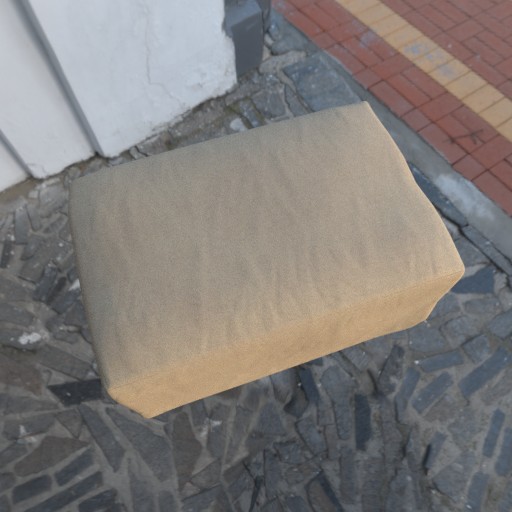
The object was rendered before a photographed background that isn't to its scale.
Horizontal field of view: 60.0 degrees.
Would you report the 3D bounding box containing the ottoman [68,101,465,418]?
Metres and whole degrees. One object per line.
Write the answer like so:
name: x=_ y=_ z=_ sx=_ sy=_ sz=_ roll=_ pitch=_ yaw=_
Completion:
ottoman: x=0.000 y=0.000 z=1.213 sx=0.872 sy=0.444 sz=0.590 roll=-17 pitch=65 yaw=-8
